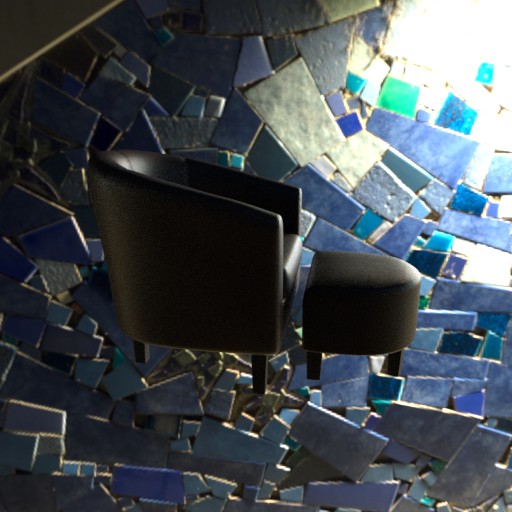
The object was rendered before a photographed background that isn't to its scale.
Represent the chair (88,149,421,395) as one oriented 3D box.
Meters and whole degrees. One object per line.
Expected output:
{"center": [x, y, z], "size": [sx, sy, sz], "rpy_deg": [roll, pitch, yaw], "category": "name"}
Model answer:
{"center": [0.000, 0.000, 1.646], "size": [1.176, 0.755, 0.737], "rpy_deg": [3, 16, 10], "category": "chair"}
